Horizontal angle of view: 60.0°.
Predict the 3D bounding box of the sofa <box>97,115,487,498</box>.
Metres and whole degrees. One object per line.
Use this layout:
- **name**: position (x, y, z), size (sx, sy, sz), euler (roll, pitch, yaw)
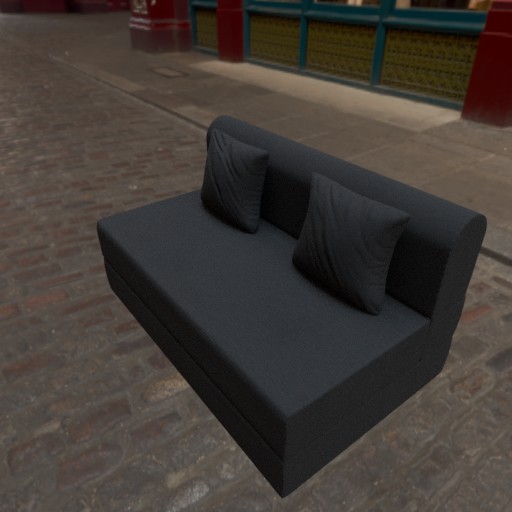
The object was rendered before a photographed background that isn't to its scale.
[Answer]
- **sofa**: position (0.000, 0.000, 1.627), size (0.762, 0.670, 1.225), euler (-23, 39, -31)
